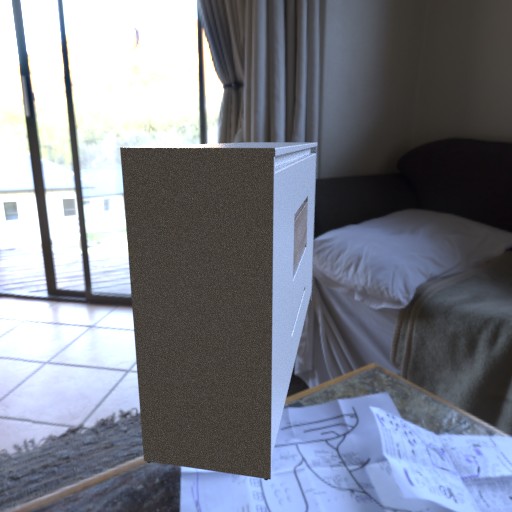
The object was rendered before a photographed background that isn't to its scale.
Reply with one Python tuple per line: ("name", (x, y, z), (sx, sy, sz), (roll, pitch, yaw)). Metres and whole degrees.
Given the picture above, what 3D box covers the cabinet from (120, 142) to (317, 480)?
("cabinet", (0.000, 0.000, 1.838), (0.380, 0.900, 1.450), (3, 15, 11))
